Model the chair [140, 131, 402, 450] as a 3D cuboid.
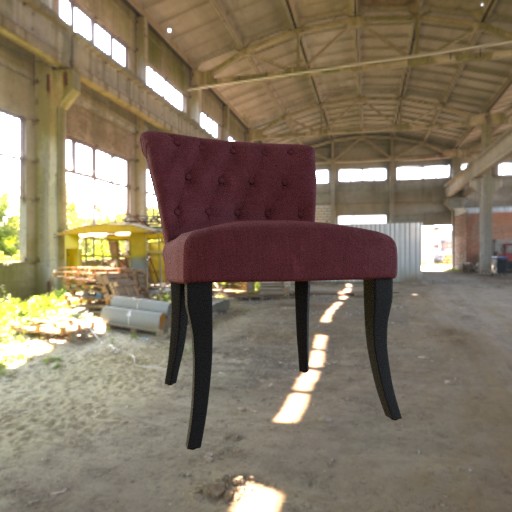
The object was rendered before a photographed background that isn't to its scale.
[{"bbox_3d":[0.000,0.000,1.211,0.582,0.750,0.605,0,0,-19],"label":"chair"}]
